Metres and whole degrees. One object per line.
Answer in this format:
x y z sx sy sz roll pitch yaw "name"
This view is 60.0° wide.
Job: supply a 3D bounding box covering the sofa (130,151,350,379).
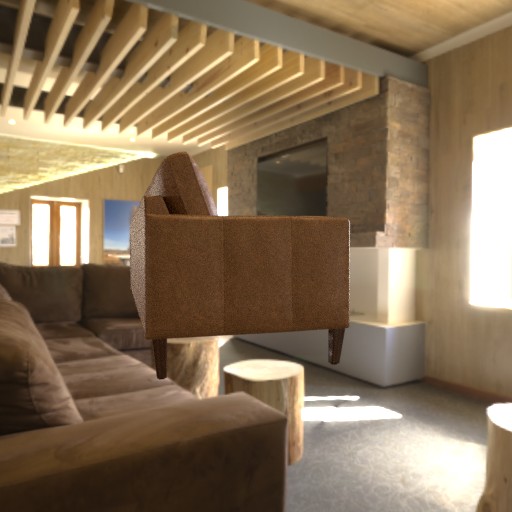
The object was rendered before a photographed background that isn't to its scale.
0.000 0.000 2.837 1.506 0.876 2.178 0 1 -17 "sofa"
